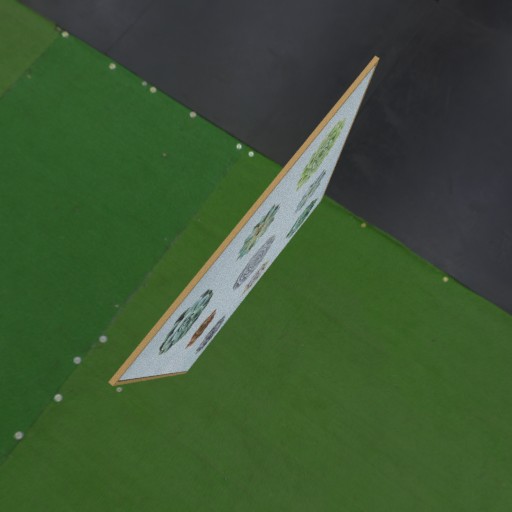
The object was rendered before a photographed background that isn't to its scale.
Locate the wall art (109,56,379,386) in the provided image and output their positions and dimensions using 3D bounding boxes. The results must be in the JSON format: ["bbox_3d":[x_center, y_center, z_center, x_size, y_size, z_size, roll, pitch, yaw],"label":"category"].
[{"bbox_3d":[0.000,0.000,1.451,0.013,0.959,0.962,37,79,8],"label":"wall art"}]
